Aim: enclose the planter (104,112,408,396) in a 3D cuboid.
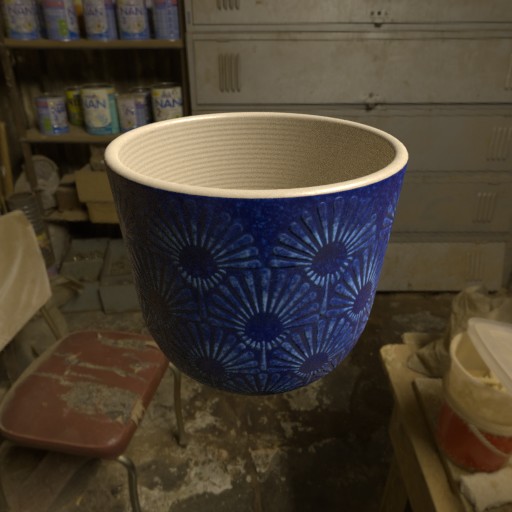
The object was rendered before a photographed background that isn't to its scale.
[{"bbox_3d":[0.000,0.000,0.293,0.170,0.153,0.170,0,29,0],"label":"planter"}]
